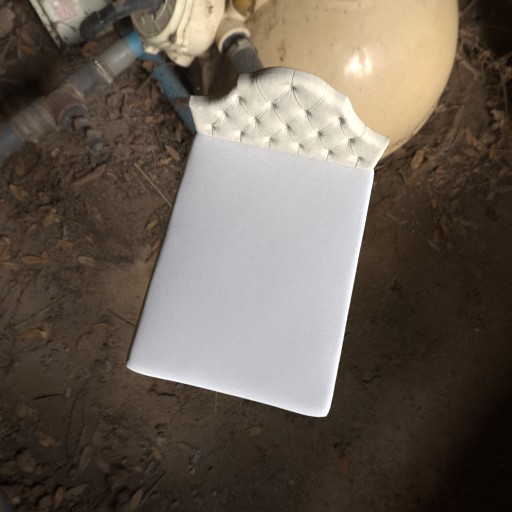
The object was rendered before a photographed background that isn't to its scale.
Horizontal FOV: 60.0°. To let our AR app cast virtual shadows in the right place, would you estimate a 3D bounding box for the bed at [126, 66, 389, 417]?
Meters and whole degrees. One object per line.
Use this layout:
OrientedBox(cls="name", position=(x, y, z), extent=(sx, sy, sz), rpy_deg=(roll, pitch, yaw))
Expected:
OrientedBox(cls="bed", position=(0.000, 0.000, 3.287), extent=(1.627, 1.575, 2.092), rpy_deg=(13, 76, 3))
